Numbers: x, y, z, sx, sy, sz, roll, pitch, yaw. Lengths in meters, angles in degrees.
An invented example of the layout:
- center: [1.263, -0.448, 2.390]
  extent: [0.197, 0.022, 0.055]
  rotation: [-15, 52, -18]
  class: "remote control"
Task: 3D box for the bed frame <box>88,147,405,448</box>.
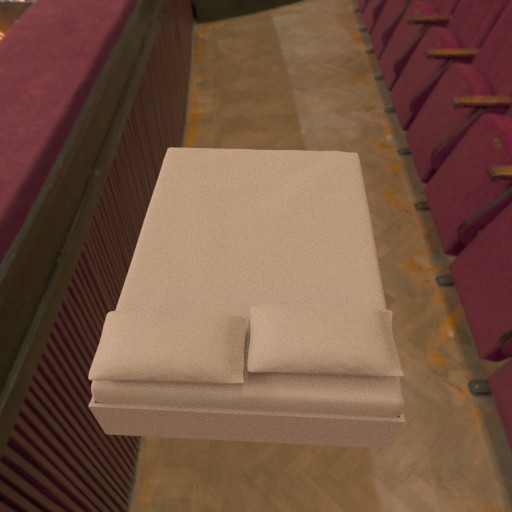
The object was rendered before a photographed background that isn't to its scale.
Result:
- center: [0.000, 0.000, 2.649]
  extent: [1.450, 0.629, 1.950]
  rotation: [2, 47, 2]
  class: "bed frame"
